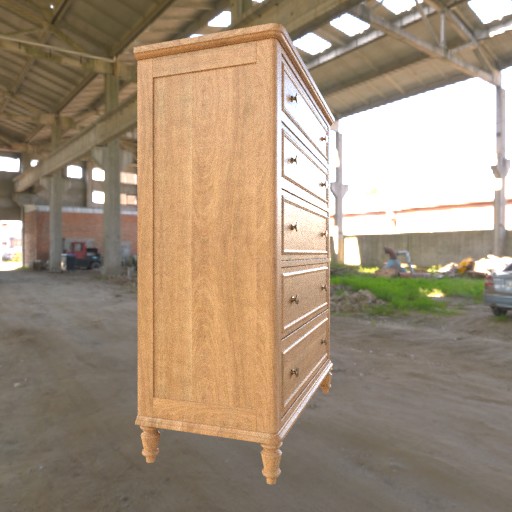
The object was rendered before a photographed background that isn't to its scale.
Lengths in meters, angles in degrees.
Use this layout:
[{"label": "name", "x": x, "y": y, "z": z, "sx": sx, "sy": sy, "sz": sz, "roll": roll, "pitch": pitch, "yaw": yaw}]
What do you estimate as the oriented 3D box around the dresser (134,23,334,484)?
[{"label": "dresser", "x": 0.000, "y": 0.000, "z": 1.781, "sx": 0.484, "sy": 1.318, "sz": 0.973, "roll": 0, "pitch": 0, "yaw": 19}]
